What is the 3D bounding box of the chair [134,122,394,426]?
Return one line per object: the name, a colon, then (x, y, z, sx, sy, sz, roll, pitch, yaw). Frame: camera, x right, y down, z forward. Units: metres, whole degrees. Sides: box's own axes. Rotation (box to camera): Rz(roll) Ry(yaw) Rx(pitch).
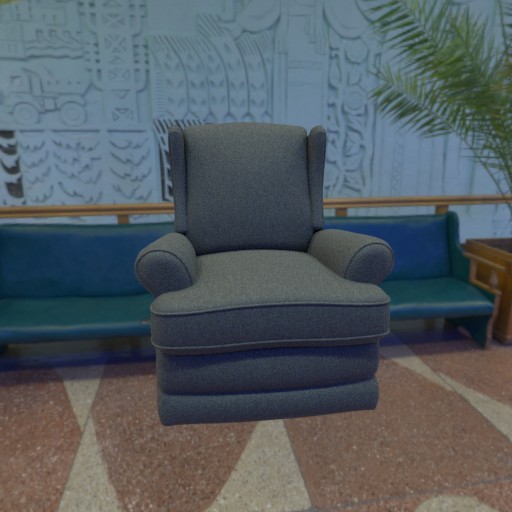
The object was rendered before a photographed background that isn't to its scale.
chair: (0.000, 0.000, 1.735, 0.847, 1.011, 0.969, -2, 16, -7)
